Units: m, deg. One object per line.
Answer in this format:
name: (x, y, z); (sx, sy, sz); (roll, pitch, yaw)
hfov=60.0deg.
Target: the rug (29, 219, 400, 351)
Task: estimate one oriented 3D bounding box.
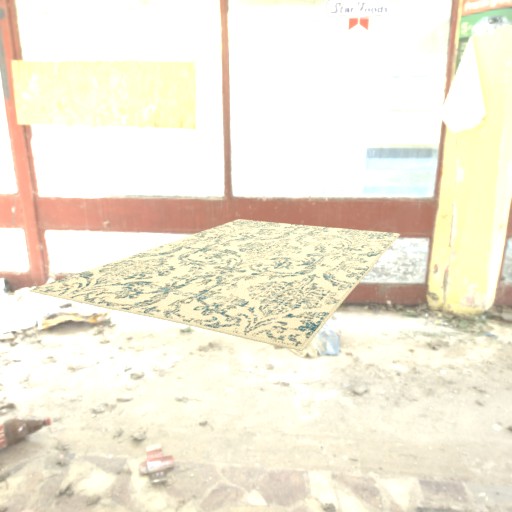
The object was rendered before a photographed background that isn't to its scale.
rug: (0.000, 0.000, 2.380); (1.213, 0.012, 1.831); (7, 17, 25)
